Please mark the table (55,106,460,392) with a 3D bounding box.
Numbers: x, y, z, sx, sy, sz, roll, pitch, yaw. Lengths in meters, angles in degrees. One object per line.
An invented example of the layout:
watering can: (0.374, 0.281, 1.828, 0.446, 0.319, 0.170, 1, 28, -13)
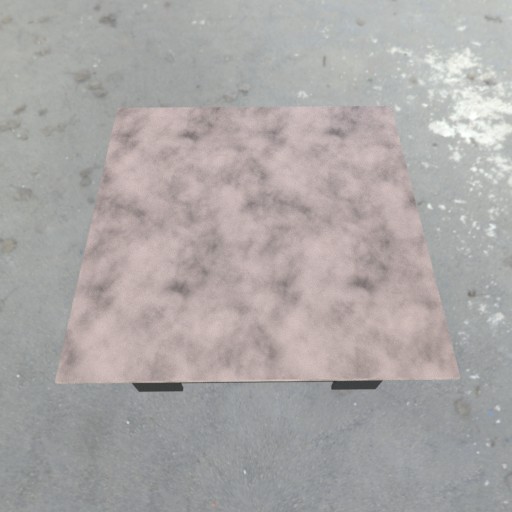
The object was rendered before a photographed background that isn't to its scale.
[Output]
table: (0.000, 0.000, 1.037, 0.670, 0.305, 0.670, -1, 58, 0)
